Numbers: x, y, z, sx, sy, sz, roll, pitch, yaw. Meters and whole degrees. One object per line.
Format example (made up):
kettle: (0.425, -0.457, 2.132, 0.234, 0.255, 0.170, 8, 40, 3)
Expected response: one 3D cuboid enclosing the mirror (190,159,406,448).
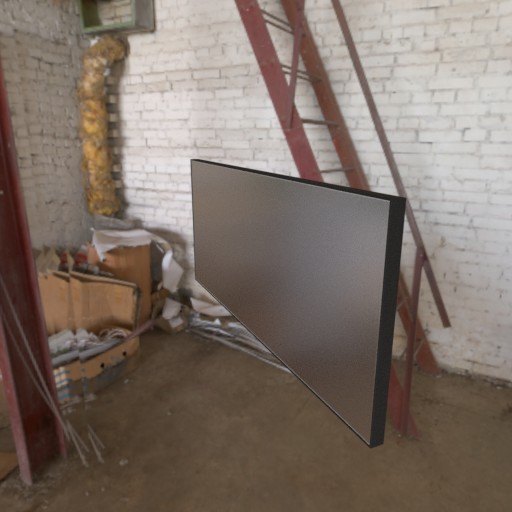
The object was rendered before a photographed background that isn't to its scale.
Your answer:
mirror: (0.000, 0.000, 1.825, 0.047, 0.692, 1.584, -7, 18, -24)
